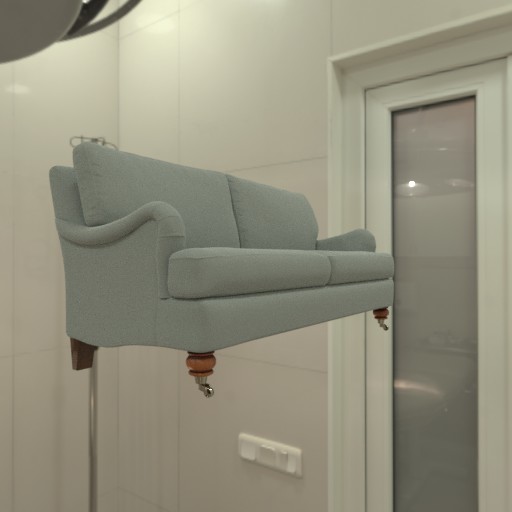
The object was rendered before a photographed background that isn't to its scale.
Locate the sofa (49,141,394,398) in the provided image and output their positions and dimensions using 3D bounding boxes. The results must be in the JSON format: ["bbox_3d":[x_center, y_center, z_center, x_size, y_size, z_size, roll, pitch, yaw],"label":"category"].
[{"bbox_3d":[0.000,0.000,2.768,1.069,1.096,2.193,0,0,36],"label":"sofa"}]
